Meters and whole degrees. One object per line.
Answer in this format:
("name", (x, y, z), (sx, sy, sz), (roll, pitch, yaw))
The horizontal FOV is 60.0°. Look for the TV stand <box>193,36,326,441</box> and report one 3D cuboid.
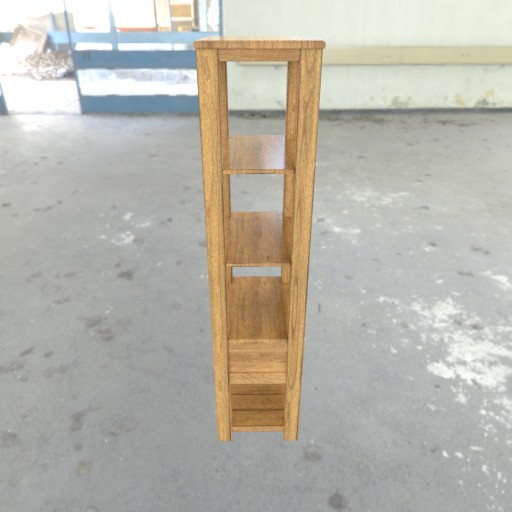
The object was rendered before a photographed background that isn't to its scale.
("TV stand", (0.000, 0.000, 2.069), (0.435, 1.828, 0.565), (0, 28, 0))
